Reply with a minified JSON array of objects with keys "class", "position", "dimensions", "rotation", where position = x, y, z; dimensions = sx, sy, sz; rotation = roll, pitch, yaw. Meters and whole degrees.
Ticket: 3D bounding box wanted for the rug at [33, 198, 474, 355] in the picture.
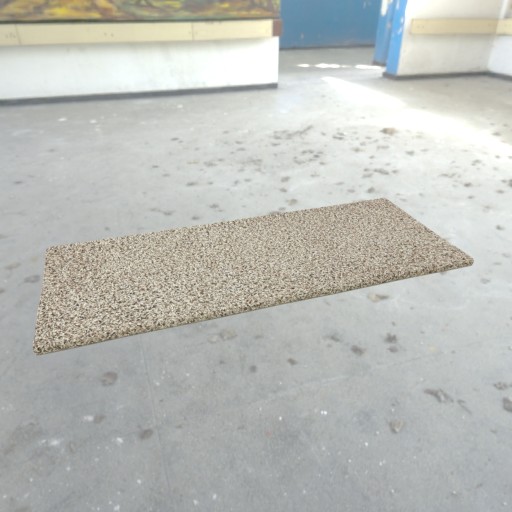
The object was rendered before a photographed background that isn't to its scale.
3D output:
[{"class":"rug","position":[0.000,0.000,1.696],"dimensions":[1.524,0.030,0.609],"rotation":[-10,32,-16]}]
